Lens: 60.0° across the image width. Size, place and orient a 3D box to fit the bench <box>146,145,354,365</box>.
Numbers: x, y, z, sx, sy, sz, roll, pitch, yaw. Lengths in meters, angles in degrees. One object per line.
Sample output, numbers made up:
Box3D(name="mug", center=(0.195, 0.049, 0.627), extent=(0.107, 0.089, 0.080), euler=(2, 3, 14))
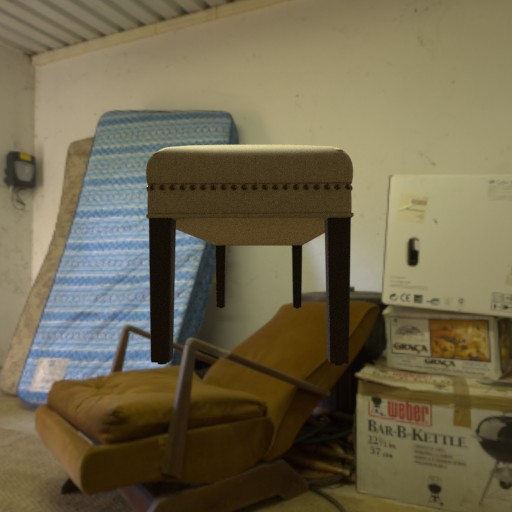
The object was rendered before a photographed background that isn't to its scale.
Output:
Box3D(name="bench", center=(0.000, 0.000, 1.470), extent=(0.410, 0.457, 1.219), euler=(0, -1, 1))
